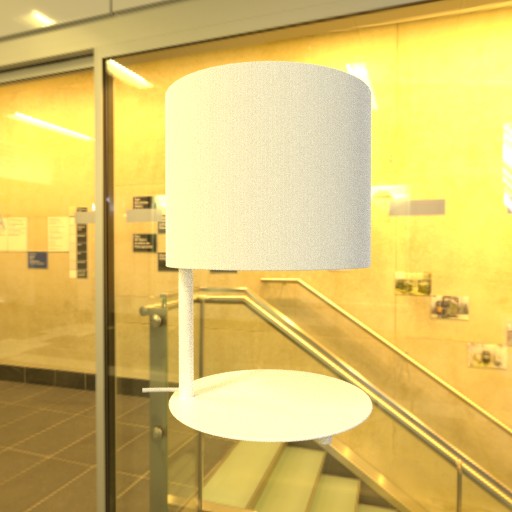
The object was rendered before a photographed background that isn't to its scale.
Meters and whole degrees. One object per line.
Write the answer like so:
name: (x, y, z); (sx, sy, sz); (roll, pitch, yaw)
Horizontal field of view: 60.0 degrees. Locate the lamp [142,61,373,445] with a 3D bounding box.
lamp: (0.000, 0.000, 0.663); (0.341, 0.454, 0.299); (0, 1, 1)
